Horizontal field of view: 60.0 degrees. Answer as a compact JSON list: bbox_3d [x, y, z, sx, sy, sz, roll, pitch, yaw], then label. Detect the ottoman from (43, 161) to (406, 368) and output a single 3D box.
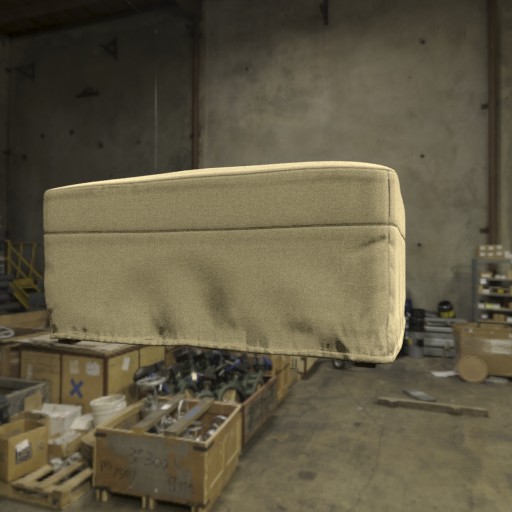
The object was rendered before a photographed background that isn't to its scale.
[{"bbox_3d":[0.000,0.000,1.324,0.840,0.436,0.843,0,-1,20],"label":"ottoman"}]
